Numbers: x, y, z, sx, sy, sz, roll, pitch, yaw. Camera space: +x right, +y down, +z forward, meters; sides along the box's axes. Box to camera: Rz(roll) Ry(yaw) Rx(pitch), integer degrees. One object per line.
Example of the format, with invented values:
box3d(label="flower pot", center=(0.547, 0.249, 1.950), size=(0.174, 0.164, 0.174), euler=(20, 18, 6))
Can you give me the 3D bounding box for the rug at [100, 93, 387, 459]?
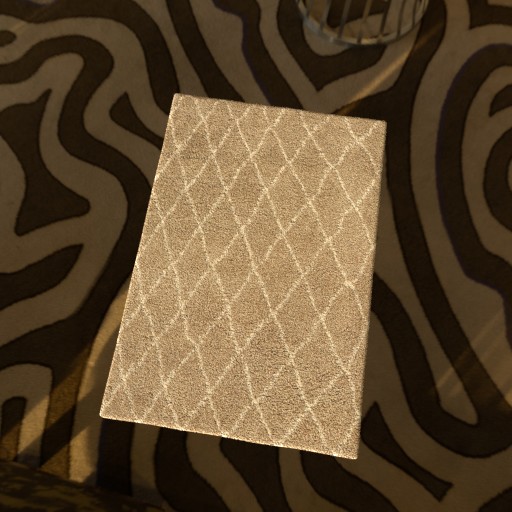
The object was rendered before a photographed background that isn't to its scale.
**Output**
box3d(label="rug", center=(0.000, 0.000, 2.297), size=(1.219, 0.030, 1.778), euler=(8, 75, 2))
